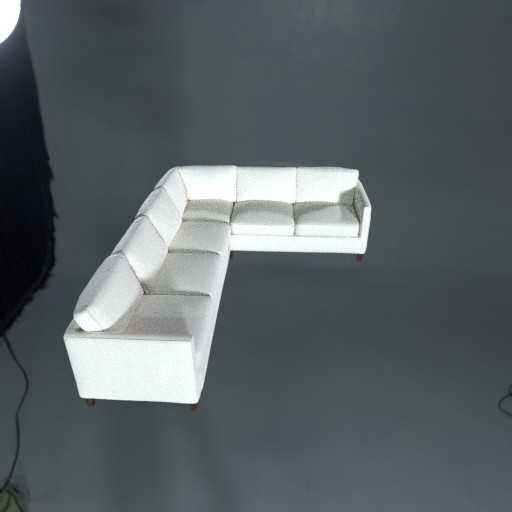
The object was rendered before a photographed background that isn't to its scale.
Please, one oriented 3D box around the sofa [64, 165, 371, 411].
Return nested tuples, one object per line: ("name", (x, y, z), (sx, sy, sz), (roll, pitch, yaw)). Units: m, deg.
("sofa", (0.000, 0.000, 4.529), (2.593, 0.947, 3.302), (1, 30, 2))
